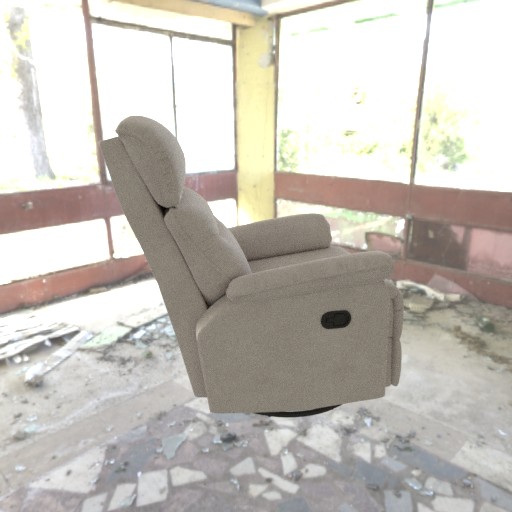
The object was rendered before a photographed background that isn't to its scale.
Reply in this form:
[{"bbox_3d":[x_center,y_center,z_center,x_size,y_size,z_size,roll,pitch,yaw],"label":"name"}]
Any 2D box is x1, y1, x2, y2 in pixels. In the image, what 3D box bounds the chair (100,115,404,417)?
[{"bbox_3d":[0.000,0.000,1.723,1.001,1.039,0.820,-3,16,-10],"label":"chair"}]
